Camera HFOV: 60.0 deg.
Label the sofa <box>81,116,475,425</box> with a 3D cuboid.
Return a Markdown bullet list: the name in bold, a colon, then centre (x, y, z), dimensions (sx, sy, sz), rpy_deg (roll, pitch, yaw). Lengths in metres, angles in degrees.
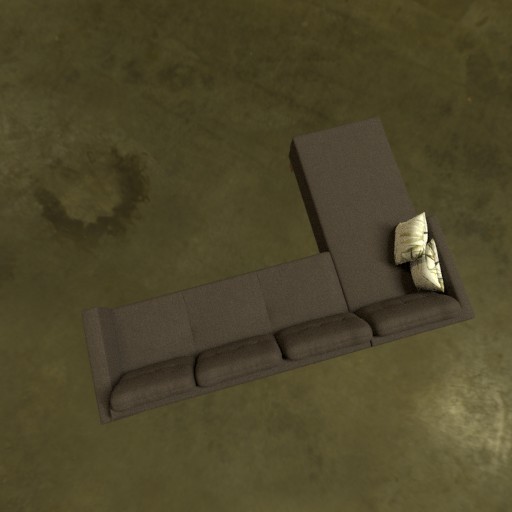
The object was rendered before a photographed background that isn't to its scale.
- **sofa**: centre (0.000, 0.000, 3.498), dimensions (2.679, 0.932, 1.829), rpy_deg (-15, 76, -4)
